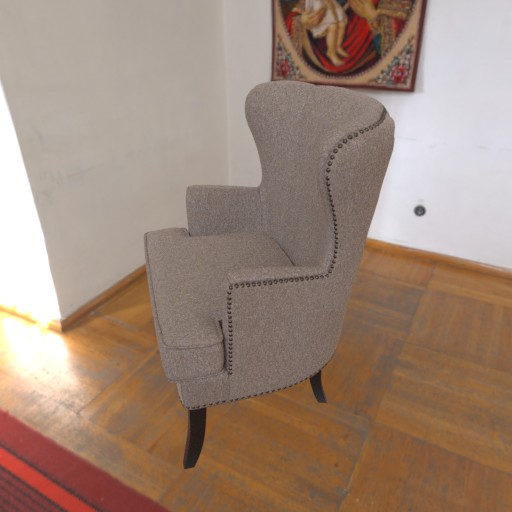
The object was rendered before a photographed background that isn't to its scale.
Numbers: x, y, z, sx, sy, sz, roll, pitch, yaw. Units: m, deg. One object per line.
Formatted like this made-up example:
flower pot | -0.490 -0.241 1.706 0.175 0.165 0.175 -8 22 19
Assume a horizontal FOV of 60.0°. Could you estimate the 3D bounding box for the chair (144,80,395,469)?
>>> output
chair | 0.000 0.000 1.563 0.758 1.060 0.759 -8 31 -14
